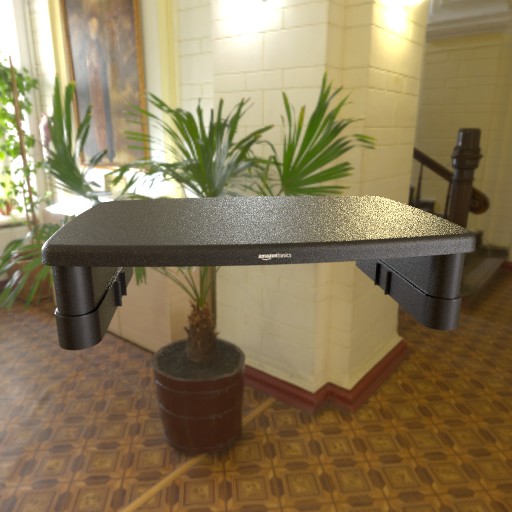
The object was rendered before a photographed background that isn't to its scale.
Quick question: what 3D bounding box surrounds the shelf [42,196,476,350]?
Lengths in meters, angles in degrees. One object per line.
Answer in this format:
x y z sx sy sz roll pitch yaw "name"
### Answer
0.000 0.000 0.518 0.410 0.100 0.280 -2 16 -6 "shelf"
